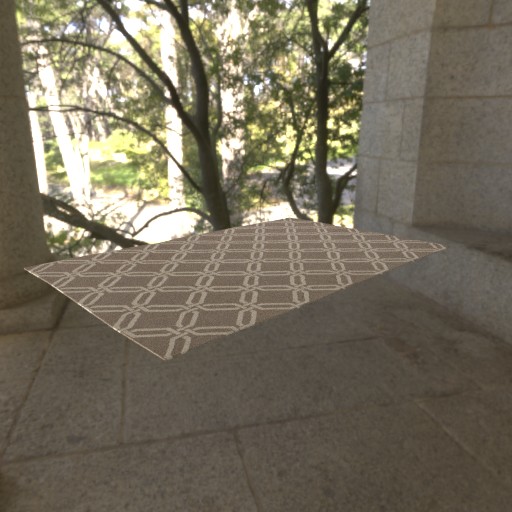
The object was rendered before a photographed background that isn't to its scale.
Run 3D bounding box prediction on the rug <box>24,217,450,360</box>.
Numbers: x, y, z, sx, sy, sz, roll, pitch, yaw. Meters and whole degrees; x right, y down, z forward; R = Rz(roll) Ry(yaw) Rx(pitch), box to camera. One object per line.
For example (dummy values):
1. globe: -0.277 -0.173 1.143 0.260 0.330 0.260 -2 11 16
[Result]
1. rug: 0.000 0.000 2.127 1.748 0.010 1.142 -14 21 -42
